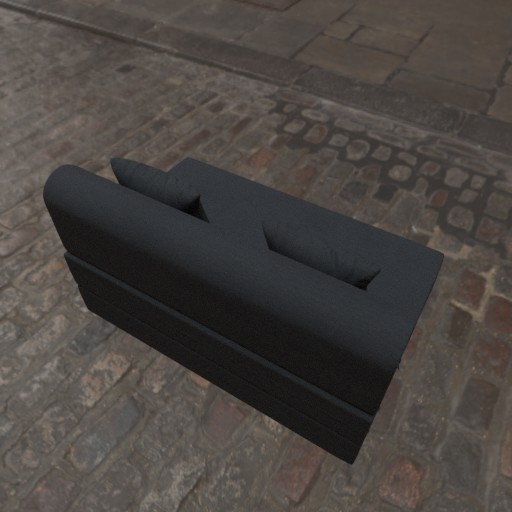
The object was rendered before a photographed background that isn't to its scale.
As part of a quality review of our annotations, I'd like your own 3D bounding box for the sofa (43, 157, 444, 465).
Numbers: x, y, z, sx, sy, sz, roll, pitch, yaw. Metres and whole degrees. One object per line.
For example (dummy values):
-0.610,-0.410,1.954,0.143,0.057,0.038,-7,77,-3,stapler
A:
0.000,0.000,1.656,1.225,0.670,0.762,24,51,21,sofa
